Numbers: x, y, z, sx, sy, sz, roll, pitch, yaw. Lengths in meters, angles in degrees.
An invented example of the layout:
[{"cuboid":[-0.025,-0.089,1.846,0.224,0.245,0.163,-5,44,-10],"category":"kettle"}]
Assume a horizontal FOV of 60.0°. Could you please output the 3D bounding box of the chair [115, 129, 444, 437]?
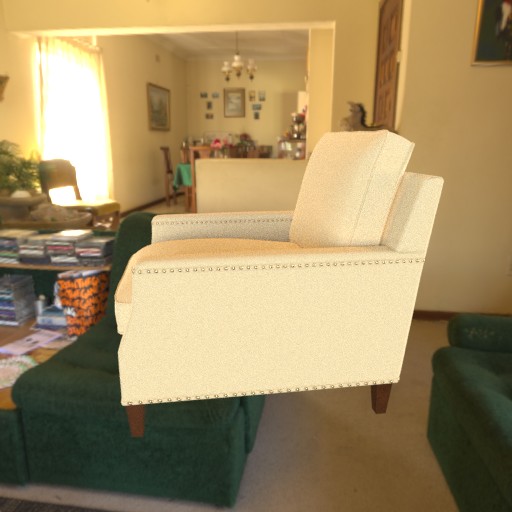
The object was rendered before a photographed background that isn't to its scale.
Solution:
[{"cuboid":[0.000,0.000,1.729,1.014,0.943,0.853,-2,15,-8],"category":"chair"}]
